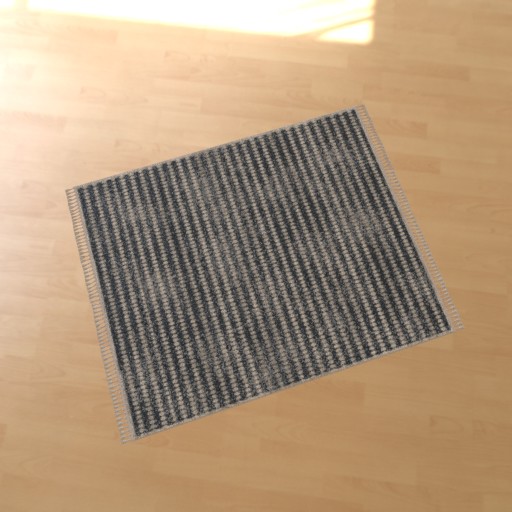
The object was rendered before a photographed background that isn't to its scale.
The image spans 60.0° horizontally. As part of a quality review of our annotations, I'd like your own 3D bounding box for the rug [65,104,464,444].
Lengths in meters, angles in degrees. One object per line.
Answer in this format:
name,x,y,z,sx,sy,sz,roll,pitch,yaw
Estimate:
rug,0.000,0.000,3.836,2.910,0.013,2.256,-17,75,-5
